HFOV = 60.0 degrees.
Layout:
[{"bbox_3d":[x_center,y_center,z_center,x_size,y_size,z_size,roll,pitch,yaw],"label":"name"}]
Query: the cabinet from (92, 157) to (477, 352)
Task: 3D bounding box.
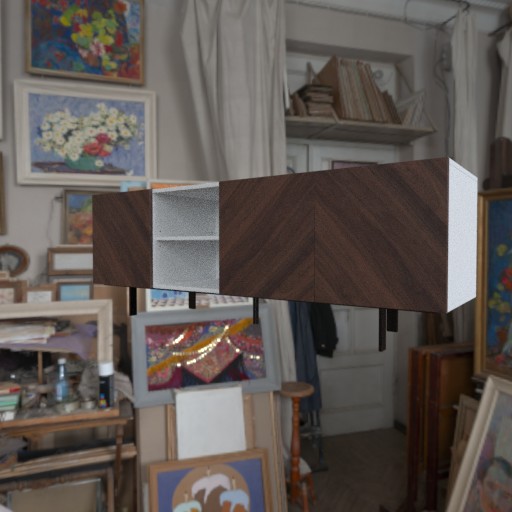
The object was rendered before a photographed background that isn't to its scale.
[{"bbox_3d":[0.000,0.000,1.738,1.499,0.533,0.431,1,2,35],"label":"cabinet"}]
